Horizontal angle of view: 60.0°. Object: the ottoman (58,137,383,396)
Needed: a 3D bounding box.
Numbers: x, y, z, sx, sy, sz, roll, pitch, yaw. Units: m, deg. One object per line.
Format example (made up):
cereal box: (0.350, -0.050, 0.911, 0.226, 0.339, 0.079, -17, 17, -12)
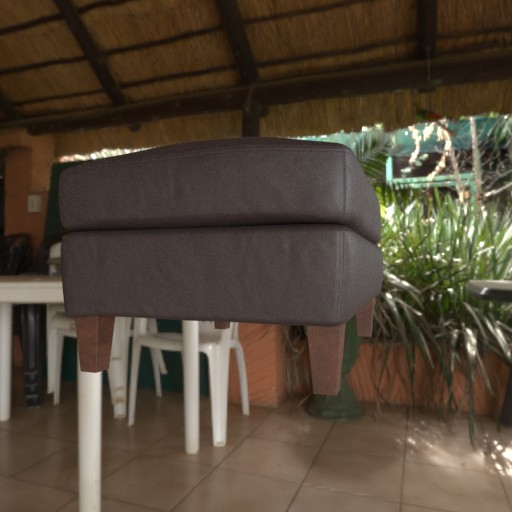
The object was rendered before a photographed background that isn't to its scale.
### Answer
ottoman: (0.000, 0.000, 1.263, 0.659, 0.529, 0.887, 0, -1, 19)
